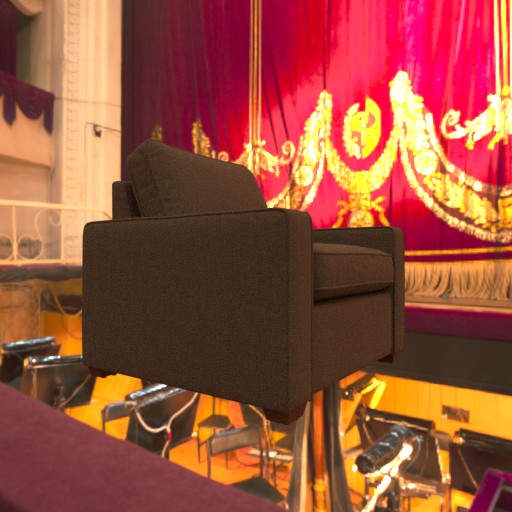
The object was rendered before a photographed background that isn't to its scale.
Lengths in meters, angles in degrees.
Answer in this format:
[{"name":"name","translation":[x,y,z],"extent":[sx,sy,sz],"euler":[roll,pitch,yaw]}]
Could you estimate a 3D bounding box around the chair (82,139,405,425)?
[{"name":"chair","translation":[0.000,0.000,1.816],"extent":[0.940,0.919,1.017],"euler":[0,0,35]}]
